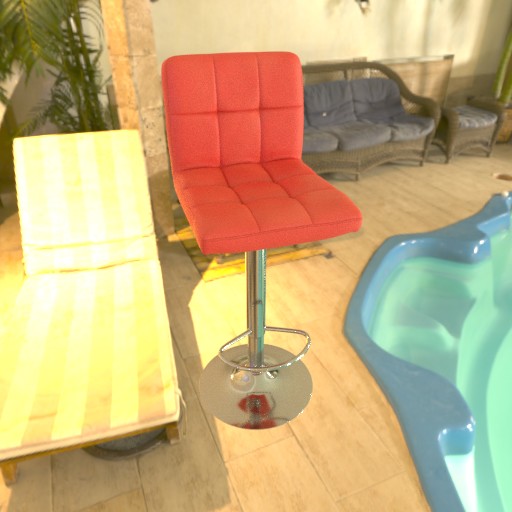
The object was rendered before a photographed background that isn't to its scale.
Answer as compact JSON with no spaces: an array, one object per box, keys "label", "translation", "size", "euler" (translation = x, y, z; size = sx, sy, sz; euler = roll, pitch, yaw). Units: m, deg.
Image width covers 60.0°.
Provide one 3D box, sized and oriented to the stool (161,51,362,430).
[{"label":"stool","translation":[0.000,0.000,1.383],"size":[0.430,1.115,0.505],"euler":[-9,32,-15]}]
